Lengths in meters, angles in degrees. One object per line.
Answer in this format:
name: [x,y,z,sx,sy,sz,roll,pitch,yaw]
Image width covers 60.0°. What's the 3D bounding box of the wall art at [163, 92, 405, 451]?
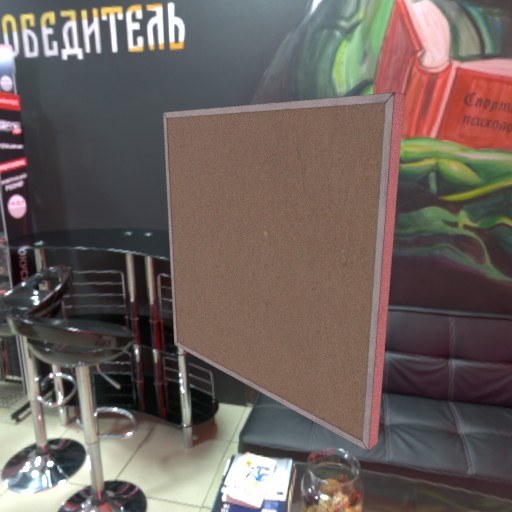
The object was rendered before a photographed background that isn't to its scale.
wall art: [0.000,0.000,1.180,0.038,0.762,0.762,-14,20,-43]
